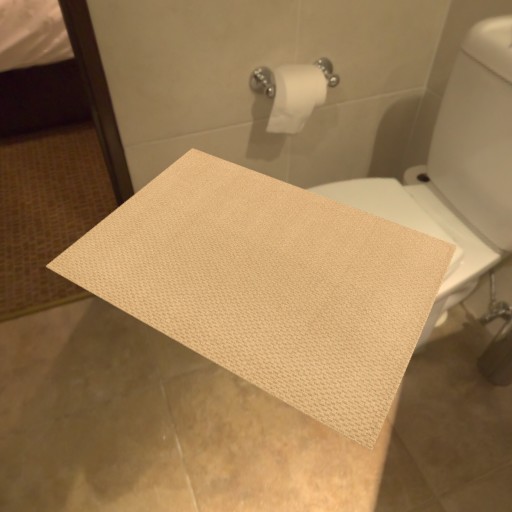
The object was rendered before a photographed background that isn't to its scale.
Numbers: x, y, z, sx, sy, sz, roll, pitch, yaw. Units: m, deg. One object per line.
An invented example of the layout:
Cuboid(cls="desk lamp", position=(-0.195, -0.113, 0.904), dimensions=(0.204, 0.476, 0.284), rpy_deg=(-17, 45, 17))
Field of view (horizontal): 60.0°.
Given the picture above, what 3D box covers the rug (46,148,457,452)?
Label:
Cuboid(cls="rug", position=(0.000, 0.000, 2.819), dimensions=(2.144, 0.013, 1.509), rpy_deg=(24, 52, 21))
